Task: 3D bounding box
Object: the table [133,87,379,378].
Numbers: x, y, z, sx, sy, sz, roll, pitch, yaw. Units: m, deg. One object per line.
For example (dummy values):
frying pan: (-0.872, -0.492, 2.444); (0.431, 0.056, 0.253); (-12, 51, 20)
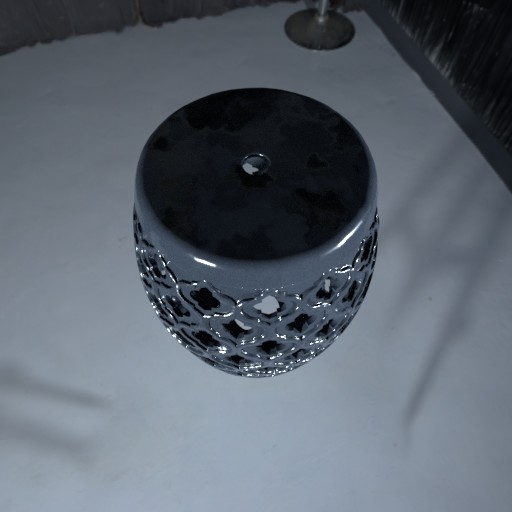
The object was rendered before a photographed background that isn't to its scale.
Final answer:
table: (0.000, 0.000, 0.643); (0.325, 0.388, 0.325); (0, 59, 0)
